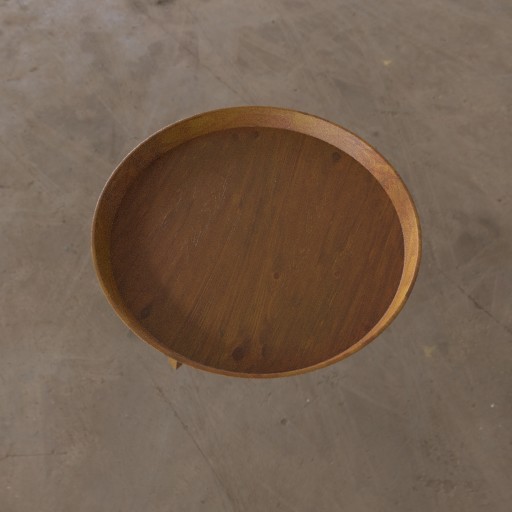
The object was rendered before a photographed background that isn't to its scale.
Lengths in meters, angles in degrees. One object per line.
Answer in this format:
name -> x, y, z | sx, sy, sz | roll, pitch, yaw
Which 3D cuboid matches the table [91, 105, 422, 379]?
table -> 0.000, 0.000, 1.554 | 1.016, 0.470, 1.016 | 0, 57, 0
